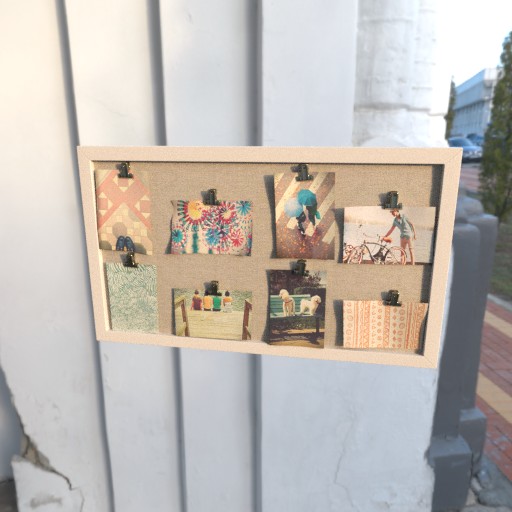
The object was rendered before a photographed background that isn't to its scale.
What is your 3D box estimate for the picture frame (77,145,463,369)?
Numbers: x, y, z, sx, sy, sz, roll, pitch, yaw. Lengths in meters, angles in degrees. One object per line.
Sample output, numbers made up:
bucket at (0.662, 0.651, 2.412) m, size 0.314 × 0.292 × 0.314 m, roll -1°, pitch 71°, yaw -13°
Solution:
picture frame at (0.000, 0.000, 0.790) m, size 0.647 × 0.379 × 0.044 m, roll 3°, pitch 15°, yaw 10°
